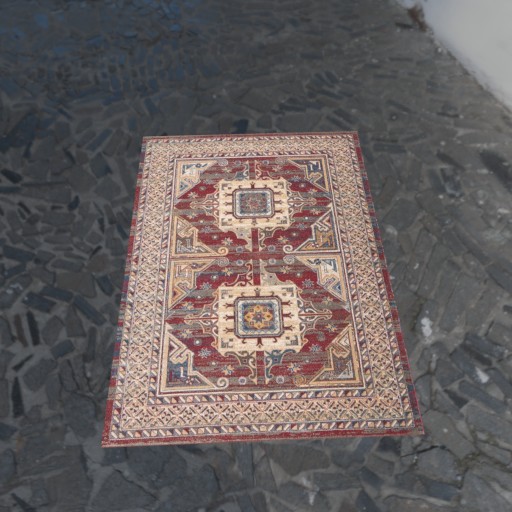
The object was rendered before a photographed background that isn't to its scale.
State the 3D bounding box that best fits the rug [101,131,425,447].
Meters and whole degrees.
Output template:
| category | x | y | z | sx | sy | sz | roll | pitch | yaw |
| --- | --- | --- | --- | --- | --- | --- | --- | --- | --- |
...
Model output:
| category | x | y | z | sx | sy | sz | roll | pitch | yaw |
| --- | --- | --- | --- | --- | --- | --- | --- | --- | --- |
| rug | 0.000 | 0.000 | 4.096 | 2.381 | 0.013 | 3.197 | -2 | 58 | -1 |
